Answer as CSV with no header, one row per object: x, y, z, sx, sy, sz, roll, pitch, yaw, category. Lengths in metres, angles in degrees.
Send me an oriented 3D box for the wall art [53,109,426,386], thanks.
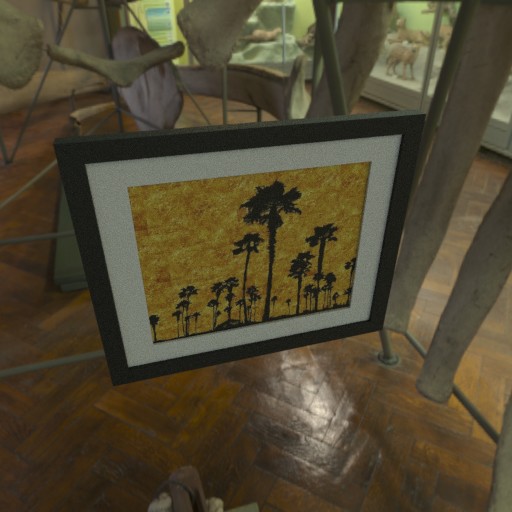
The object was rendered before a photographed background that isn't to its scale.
0.000,0.000,0.778,0.561,0.460,0.028,-9,33,-14,wall art
